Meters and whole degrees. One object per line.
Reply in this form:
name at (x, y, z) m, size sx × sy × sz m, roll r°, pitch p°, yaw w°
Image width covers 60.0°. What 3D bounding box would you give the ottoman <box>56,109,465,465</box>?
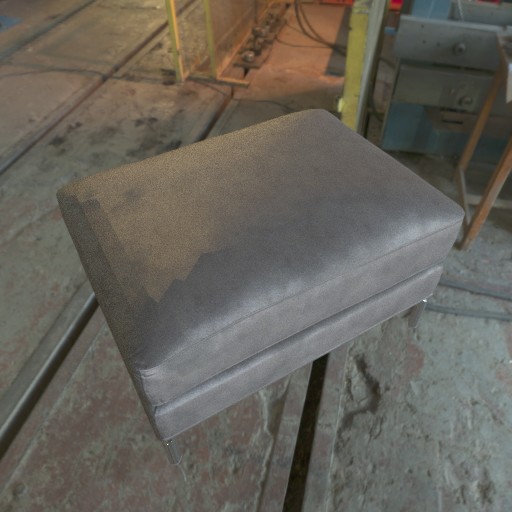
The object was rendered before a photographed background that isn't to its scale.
ottoman at (0.000, 0.000, 1.040) m, size 0.719 × 0.456 × 0.520 m, roll -23°, pitch 51°, yaw -20°
